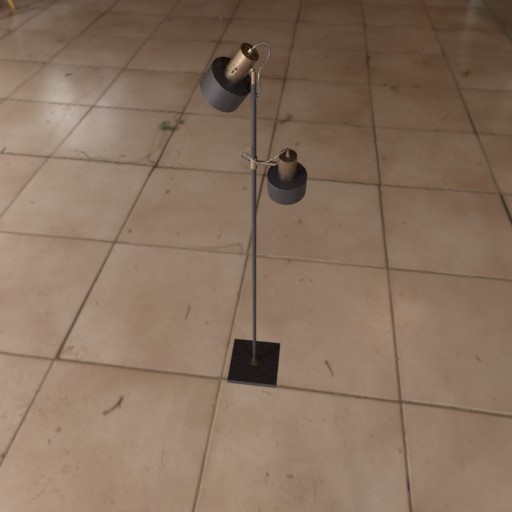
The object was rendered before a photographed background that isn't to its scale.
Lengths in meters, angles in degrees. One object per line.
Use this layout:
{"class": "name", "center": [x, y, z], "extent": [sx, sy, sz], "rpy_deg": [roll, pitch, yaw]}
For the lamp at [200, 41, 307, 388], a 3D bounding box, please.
{"class": "lamp", "center": [0.000, 0.000, 1.624], "extent": [0.315, 1.505, 0.233], "rpy_deg": [5, 46, 5]}
